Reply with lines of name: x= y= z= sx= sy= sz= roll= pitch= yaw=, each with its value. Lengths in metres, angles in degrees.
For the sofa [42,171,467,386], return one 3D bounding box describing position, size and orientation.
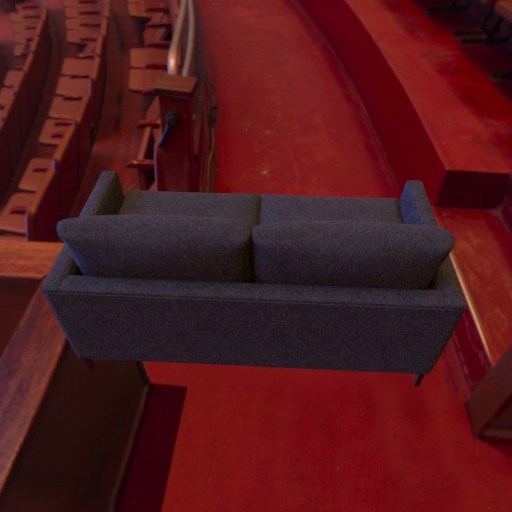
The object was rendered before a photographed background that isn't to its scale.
sofa: x=0.000 y=0.000 z=2.176 sx=1.716 sy=0.862 sz=0.866 roll=2 pitch=45 yaw=2
